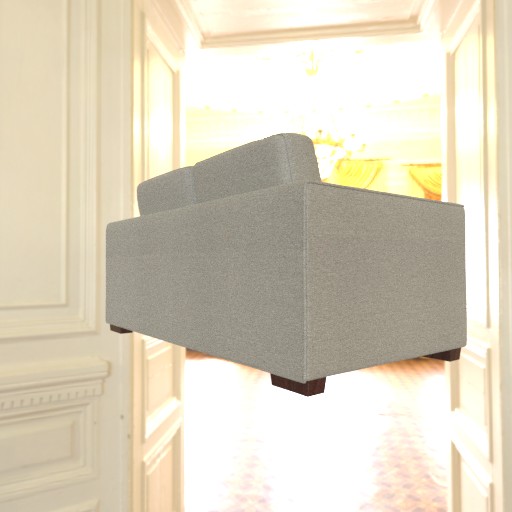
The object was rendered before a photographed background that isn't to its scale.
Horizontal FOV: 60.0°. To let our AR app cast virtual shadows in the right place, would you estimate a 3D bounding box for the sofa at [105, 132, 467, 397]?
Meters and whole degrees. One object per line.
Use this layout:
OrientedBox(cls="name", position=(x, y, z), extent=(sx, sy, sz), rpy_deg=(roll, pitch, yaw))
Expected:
OrientedBox(cls="sofa", position=(0.000, 0.000, 2.379), extent=(1.007, 0.924, 1.812), rpy_deg=(1, -1, -37))
